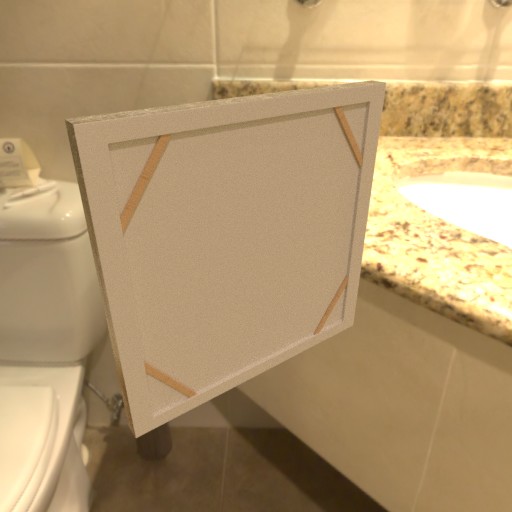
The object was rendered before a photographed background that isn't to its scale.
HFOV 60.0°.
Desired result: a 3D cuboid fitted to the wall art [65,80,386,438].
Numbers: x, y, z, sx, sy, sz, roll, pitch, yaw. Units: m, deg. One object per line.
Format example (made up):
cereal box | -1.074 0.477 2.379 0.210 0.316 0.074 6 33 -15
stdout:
wall art | 0.000 0.000 0.891 0.610 0.610 0.038 -19 35 -30
